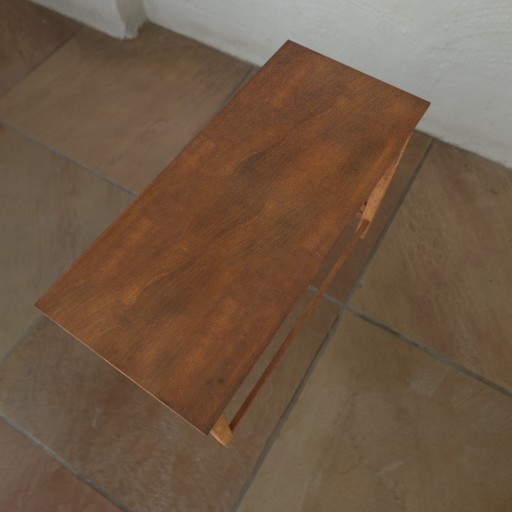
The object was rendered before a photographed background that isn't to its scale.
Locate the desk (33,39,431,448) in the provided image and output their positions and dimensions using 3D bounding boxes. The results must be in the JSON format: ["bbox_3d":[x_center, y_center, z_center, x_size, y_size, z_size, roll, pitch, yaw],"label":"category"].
[{"bbox_3d":[0.000,0.000,1.518,0.508,0.762,1.117,31,67,15],"label":"desk"}]
